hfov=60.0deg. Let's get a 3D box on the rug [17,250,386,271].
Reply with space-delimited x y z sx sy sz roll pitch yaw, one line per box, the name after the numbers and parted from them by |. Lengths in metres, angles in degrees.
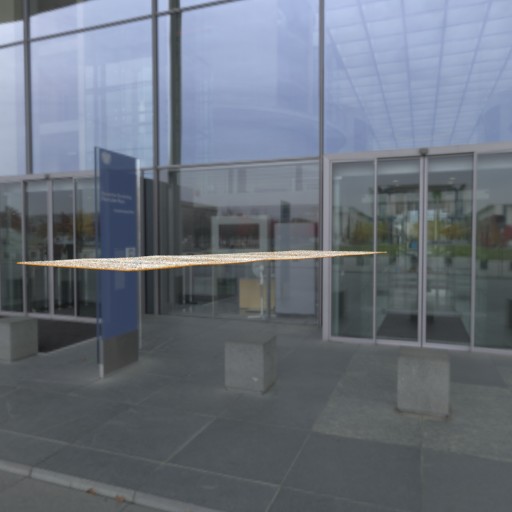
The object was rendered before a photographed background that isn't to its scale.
0.000 0.000 2.489 0.704 0.014 2.294 2 3 35 | rug
